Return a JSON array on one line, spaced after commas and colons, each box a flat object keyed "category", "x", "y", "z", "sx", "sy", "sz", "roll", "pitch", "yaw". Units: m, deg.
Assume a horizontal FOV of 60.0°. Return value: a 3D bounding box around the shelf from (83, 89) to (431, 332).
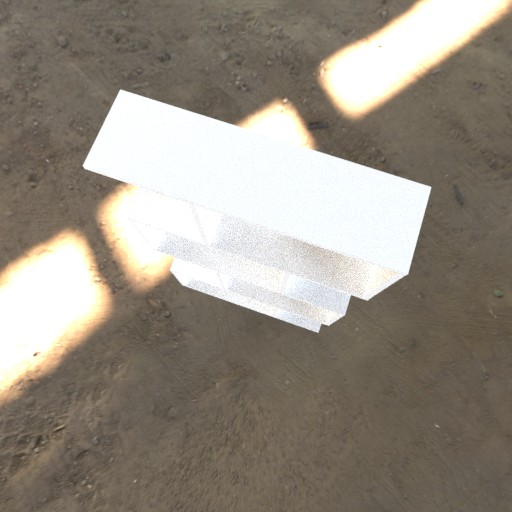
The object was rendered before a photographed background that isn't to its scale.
[{"category": "shelf", "x": 0.000, "y": 0.000, "z": 1.969, "sx": 0.890, "sy": 1.650, "sz": 0.250, "roll": 19, "pitch": 76, "yaw": 5}]
